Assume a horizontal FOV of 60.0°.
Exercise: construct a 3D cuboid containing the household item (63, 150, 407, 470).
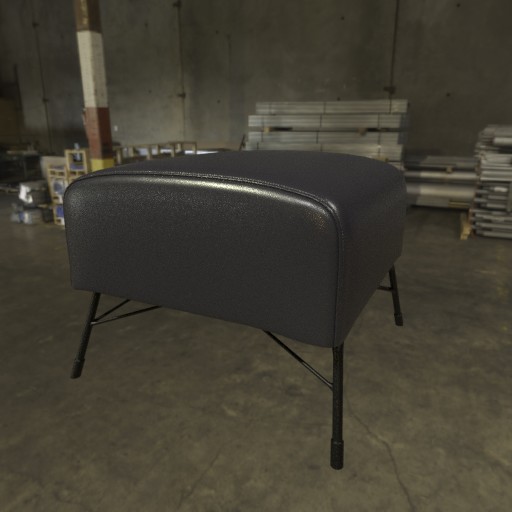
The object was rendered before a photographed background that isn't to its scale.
[{"bbox_3d":[0.000,0.000,0.894,0.530,0.410,0.530,8,18,26],"label":"household item"}]
